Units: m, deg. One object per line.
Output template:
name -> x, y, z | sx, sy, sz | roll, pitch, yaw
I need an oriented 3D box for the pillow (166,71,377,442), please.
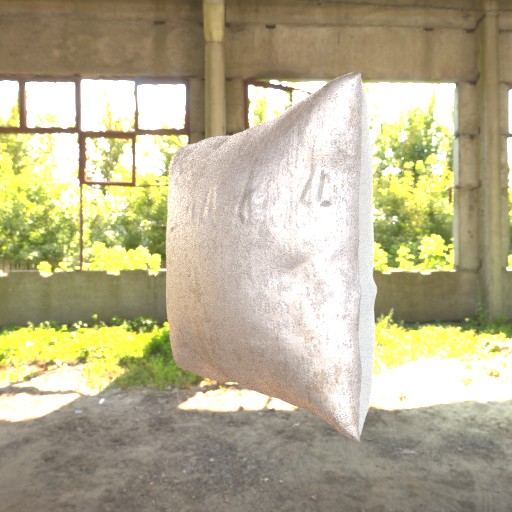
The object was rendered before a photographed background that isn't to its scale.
pillow -> 0.000, 0.000, 0.714 | 0.245, 0.448, 0.450 | 0, -1, -36
